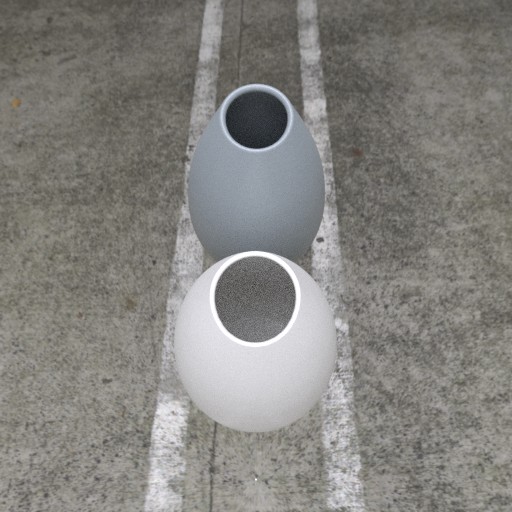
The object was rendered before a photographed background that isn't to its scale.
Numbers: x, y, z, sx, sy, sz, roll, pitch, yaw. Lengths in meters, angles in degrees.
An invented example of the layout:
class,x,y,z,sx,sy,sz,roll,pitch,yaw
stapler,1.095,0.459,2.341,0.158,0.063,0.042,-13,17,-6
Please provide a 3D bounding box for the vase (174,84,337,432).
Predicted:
class,x,y,z,sx,sy,sz,roll,pitch,yaw
vase,0.000,0.000,0.257,0.089,0.131,0.187,0,63,0
